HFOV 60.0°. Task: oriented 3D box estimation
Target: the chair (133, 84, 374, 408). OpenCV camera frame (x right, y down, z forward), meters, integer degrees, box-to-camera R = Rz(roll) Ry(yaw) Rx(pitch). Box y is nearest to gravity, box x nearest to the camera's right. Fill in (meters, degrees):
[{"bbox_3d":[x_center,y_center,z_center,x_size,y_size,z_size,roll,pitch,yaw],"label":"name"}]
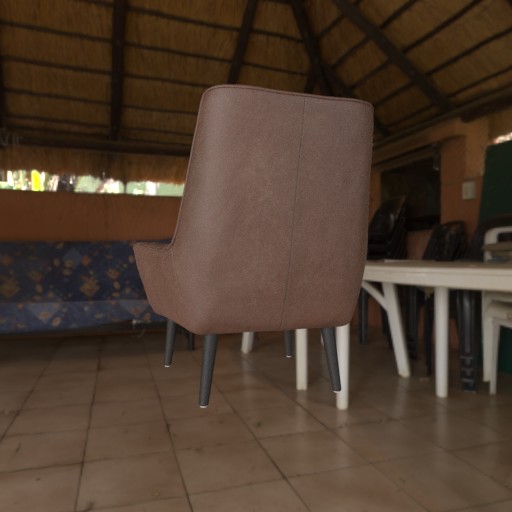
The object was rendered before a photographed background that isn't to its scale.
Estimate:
[{"bbox_3d":[0.000,0.000,1.542,0.787,0.888,0.824,0,0,-18],"label":"chair"}]
